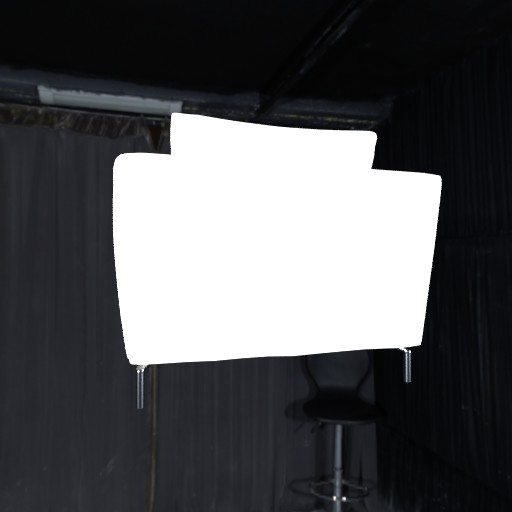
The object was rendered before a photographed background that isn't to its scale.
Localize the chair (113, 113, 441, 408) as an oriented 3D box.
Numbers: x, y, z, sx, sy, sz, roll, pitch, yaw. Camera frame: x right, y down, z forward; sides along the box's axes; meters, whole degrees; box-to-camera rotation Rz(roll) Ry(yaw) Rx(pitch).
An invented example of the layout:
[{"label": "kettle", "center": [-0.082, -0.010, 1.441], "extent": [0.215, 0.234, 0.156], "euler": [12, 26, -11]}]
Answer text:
[{"label": "chair", "center": [0.000, 0.000, 1.696], "extent": [1.041, 0.865, 0.889], "euler": [0, -1, -18]}]
